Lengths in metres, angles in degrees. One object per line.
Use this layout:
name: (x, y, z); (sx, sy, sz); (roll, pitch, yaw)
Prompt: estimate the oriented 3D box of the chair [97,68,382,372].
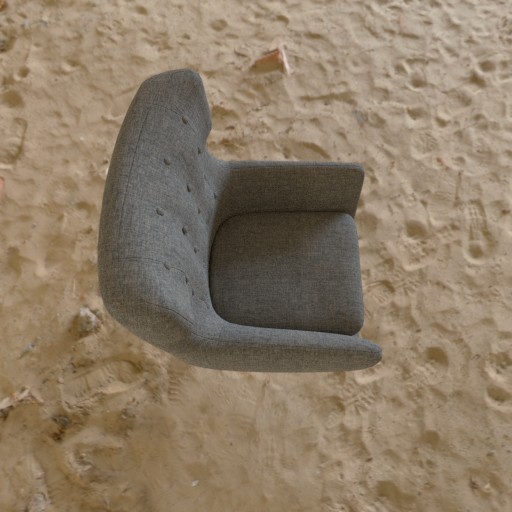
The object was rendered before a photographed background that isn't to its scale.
chair: (0.000, 0.000, 1.730); (0.904, 1.063, 0.878); (1, 64, 1)
